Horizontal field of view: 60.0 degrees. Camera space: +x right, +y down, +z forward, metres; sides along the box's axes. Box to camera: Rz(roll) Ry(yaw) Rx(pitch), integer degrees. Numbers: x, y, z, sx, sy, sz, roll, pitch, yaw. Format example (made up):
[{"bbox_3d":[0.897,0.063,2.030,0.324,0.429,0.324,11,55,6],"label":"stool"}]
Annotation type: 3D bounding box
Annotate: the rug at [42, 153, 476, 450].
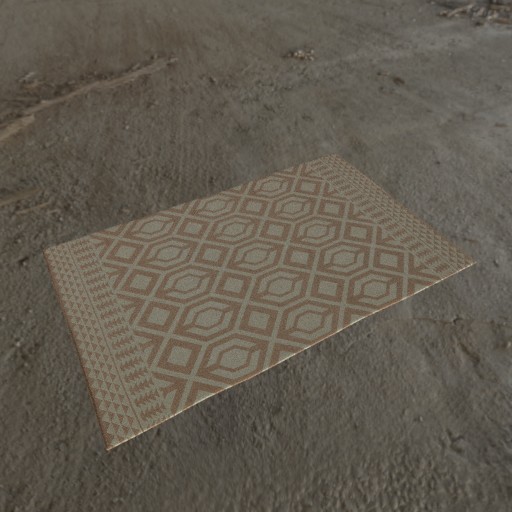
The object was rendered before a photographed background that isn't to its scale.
[{"bbox_3d":[0.000,0.000,2.920,2.435,0.011,1.526,-22,49,-21],"label":"rug"}]
